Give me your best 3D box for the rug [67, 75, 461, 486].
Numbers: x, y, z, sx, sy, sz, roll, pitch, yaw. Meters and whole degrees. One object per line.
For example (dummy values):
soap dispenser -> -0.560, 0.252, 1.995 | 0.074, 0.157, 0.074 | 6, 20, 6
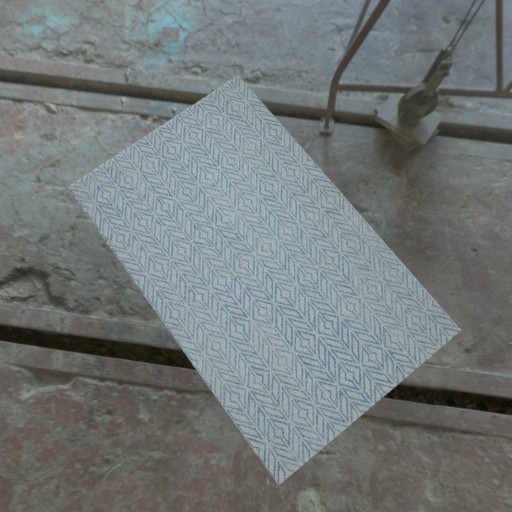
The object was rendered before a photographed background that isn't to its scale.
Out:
rug -> 0.000, 0.000, 3.037 | 1.526, 0.008, 2.441 | -36, 78, -9
